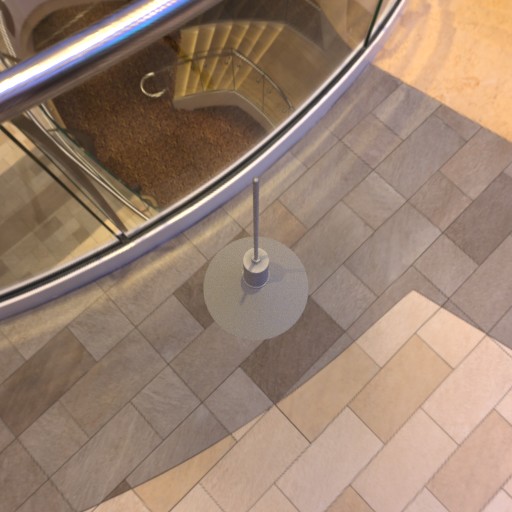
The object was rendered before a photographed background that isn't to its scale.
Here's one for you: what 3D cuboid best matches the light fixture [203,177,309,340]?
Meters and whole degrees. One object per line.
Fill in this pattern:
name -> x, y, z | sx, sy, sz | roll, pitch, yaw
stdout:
light fixture -> 0.000, 0.000, 0.805 | 0.267, 0.683, 0.267 | 0, 76, 0
